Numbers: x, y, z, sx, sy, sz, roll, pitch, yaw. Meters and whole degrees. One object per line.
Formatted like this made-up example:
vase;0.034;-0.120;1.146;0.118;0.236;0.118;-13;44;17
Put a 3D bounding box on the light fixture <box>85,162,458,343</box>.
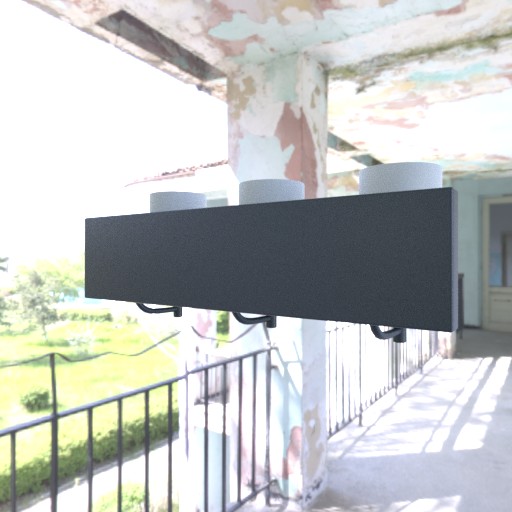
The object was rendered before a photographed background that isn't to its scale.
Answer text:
light fixture;0.000;0.000;0.508;0.451;0.172;0.145;0;0;36
